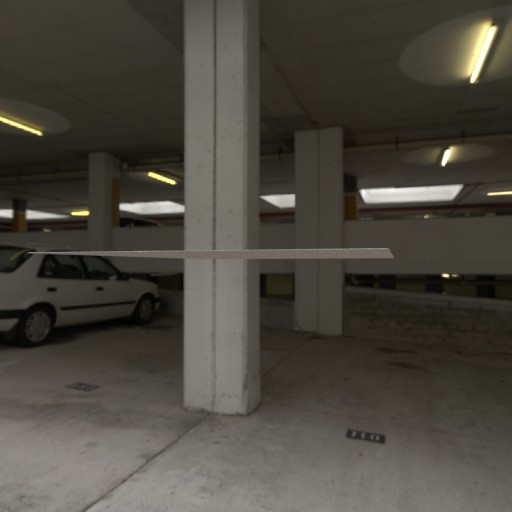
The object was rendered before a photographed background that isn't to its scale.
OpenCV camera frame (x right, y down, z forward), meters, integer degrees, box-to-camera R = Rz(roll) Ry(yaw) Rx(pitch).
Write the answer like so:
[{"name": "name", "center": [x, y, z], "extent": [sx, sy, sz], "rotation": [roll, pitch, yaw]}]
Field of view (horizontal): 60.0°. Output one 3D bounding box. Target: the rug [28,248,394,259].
[{"name": "rug", "center": [0.000, 0.000, 4.059], "extent": [2.391, 0.005, 2.880], "rotation": [0, -1, 18]}]
